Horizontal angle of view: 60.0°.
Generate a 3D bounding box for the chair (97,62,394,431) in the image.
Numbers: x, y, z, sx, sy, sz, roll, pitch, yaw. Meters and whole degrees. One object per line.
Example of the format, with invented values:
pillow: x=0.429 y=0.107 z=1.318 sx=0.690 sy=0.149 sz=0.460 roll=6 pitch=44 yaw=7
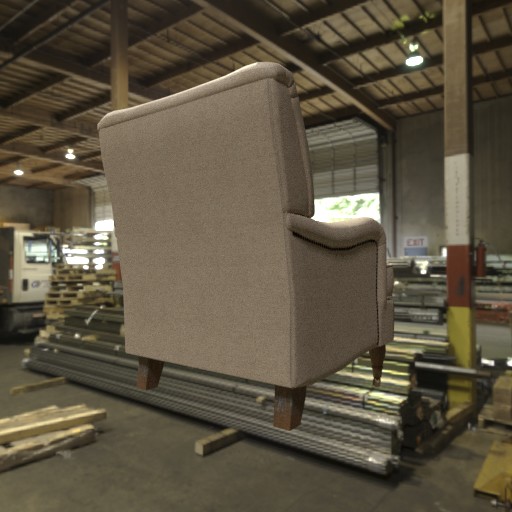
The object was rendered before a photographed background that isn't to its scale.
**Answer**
chair: x=0.000 y=0.000 z=1.831 sx=0.879 sy=1.119 sz=0.953 roll=0 pitch=0 yaw=38
